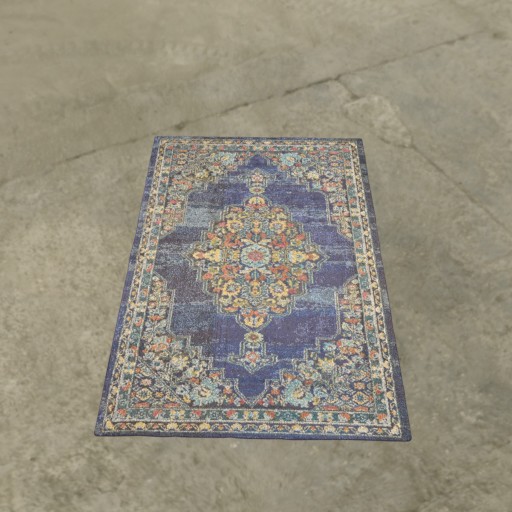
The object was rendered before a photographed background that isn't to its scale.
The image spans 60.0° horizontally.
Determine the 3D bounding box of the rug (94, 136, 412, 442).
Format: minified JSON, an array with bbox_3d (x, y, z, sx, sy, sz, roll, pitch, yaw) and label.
[{"bbox_3d":[0.000,0.000,2.866,1.630,0.009,2.232,1,57,1],"label":"rug"}]
